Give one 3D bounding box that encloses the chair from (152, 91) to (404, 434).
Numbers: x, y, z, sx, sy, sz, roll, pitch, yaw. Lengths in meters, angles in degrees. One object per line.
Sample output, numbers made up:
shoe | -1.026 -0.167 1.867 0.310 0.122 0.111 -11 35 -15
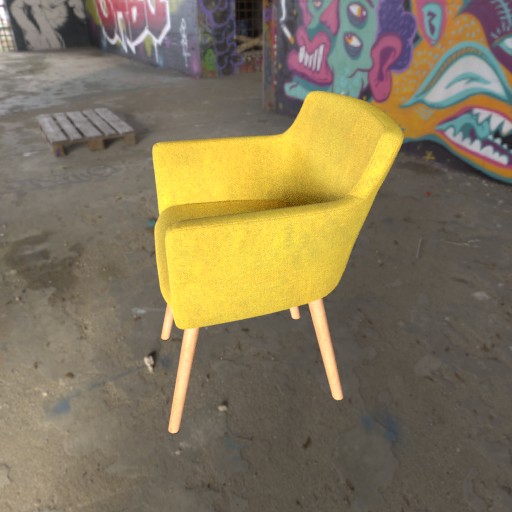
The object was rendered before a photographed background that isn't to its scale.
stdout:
chair | 0.000 0.000 1.192 0.570 0.780 0.570 -7 31 -12
